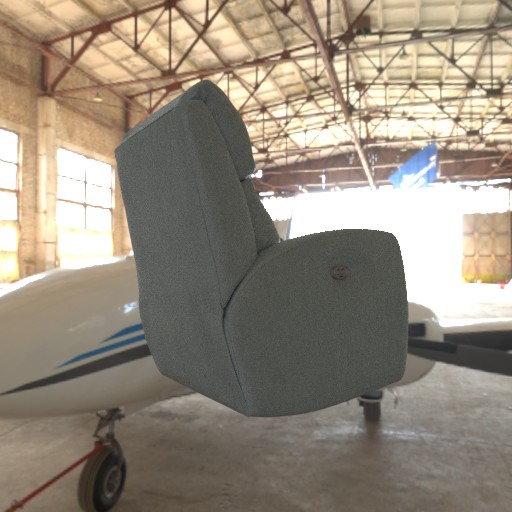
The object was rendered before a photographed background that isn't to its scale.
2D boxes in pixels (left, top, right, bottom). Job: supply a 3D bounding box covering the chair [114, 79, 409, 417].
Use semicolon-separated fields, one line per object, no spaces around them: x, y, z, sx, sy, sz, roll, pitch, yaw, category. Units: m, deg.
0.000;0.000;1.707;0.940;1.016;0.794;1;-1;-35;chair
